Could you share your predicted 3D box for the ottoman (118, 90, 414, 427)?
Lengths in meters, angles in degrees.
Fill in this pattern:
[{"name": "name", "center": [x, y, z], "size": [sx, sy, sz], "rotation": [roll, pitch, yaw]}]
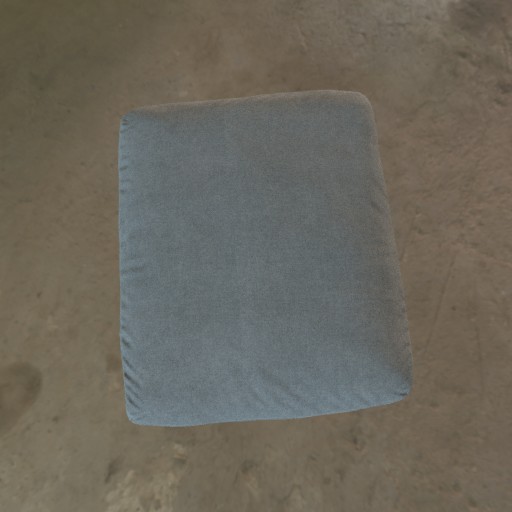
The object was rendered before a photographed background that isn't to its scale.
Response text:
[{"name": "ottoman", "center": [0.000, 0.000, 1.217], "size": [0.683, 0.481, 0.837], "rotation": [-5, 75, -1]}]
